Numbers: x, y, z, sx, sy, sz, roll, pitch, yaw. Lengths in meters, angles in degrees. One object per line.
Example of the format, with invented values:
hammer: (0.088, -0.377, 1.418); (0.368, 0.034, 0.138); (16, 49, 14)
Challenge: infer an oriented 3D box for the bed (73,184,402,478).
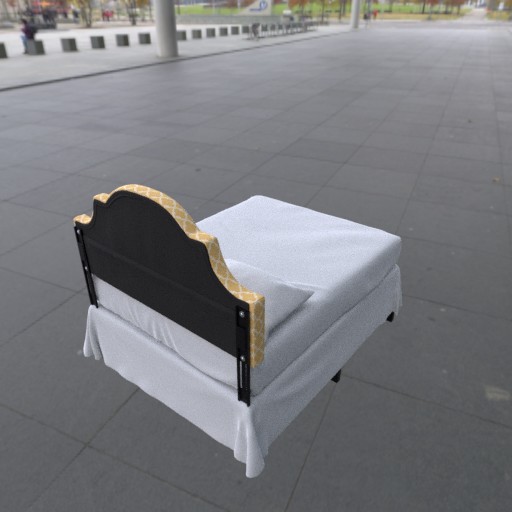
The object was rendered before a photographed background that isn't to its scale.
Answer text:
bed: (0.000, 0.000, 3.398); (1.780, 1.633, 2.222); (22, 36, 34)
